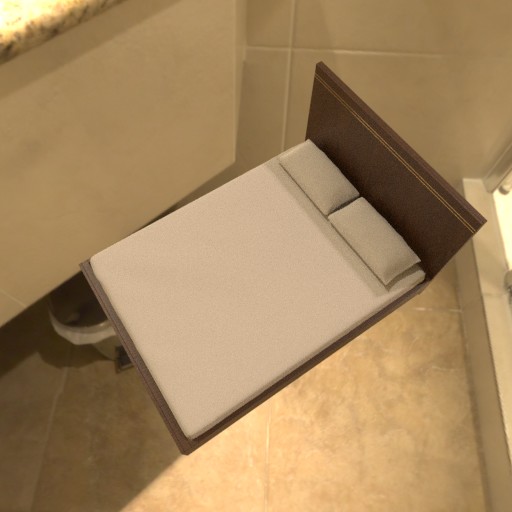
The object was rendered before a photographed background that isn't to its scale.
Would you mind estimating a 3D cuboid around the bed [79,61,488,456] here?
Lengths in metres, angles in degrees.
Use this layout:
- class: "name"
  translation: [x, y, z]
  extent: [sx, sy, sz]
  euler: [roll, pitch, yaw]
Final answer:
- class: "bed"
  translation: [0.000, 0.000, 3.170]
  extent: [2.221, 1.169, 1.613]
  euler: [-31, 68, -14]
